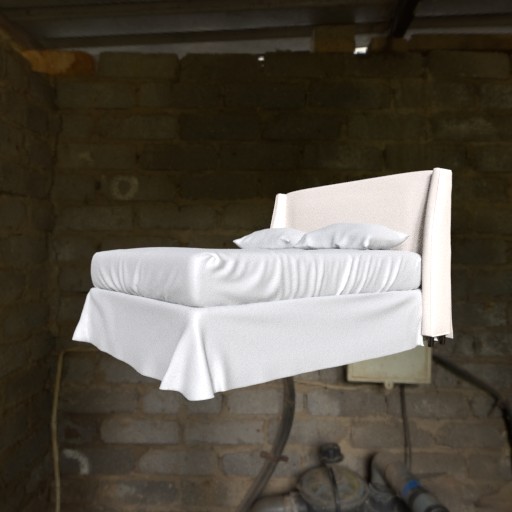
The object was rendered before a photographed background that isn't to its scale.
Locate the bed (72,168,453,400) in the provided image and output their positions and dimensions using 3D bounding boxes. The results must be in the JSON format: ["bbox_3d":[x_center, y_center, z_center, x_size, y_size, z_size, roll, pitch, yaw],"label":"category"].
[{"bbox_3d":[0.000,0.000,3.398,2.276,1.332,1.925,0,1,-37],"label":"bed"}]
